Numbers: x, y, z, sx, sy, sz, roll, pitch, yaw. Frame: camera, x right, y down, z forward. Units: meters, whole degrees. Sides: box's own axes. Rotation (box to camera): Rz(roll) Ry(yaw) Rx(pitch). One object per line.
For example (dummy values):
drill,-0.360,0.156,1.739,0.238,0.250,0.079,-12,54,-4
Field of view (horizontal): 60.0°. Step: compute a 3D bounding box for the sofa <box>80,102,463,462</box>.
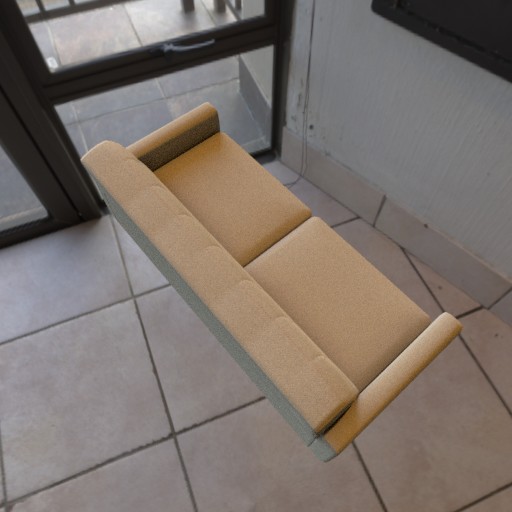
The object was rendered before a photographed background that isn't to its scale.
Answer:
sofa,0.000,0.000,2.612,0.980,0.892,2.137,-37,67,-18
